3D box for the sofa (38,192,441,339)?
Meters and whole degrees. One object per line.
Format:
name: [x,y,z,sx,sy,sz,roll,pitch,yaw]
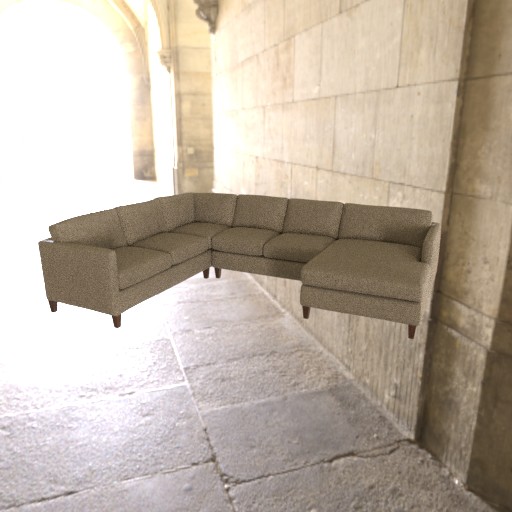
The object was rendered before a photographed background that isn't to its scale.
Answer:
sofa: [0.000,0.000,4.683,3.460,0.959,2.593,8,18,25]
